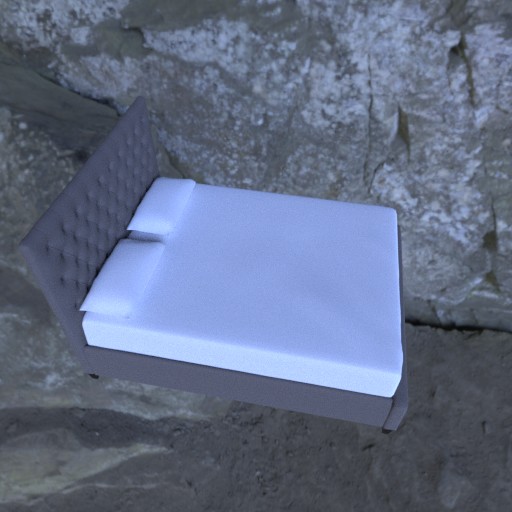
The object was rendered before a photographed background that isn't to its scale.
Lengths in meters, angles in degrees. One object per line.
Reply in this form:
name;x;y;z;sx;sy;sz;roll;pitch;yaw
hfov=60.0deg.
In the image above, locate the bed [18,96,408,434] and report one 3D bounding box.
bed;0.000;0.000;3.213;2.233;1.426;1.696;8;47;8
